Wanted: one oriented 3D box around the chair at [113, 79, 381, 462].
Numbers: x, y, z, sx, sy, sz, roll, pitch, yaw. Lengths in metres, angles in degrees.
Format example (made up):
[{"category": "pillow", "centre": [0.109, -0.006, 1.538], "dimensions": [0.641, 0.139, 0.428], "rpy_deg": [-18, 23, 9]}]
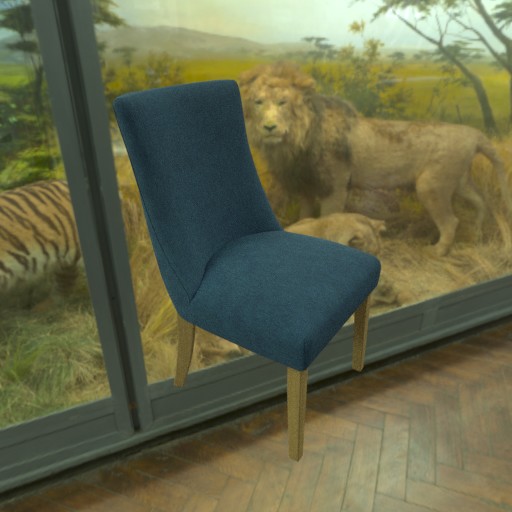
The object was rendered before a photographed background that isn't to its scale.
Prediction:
[{"category": "chair", "centre": [0.000, 0.000, 1.295], "dimensions": [0.609, 0.902, 0.495], "rpy_deg": [18, 33, 30]}]
